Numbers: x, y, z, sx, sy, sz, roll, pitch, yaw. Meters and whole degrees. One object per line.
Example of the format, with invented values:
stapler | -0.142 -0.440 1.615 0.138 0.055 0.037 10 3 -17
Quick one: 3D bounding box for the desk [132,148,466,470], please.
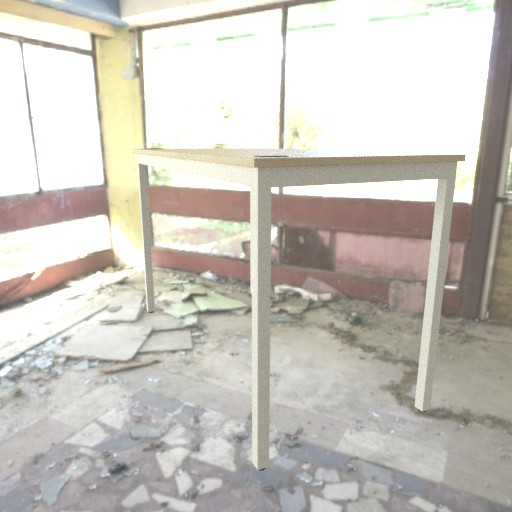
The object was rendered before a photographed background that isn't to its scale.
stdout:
desk | 0.000 0.000 1.612 0.600 0.750 1.200 -7 16 -25
